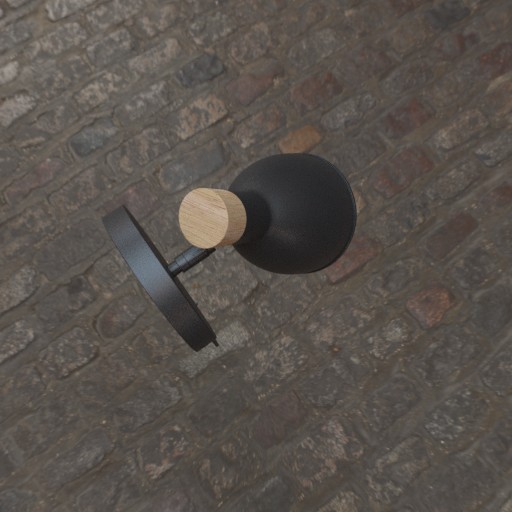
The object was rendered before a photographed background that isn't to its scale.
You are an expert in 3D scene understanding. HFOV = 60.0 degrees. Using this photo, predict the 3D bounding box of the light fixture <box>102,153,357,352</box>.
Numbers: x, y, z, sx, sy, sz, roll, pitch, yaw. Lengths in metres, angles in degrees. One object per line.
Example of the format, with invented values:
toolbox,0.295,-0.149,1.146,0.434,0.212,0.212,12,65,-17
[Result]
light fixture,0.000,0.000,0.488,0.203,0.401,0.127,-35,78,-9
